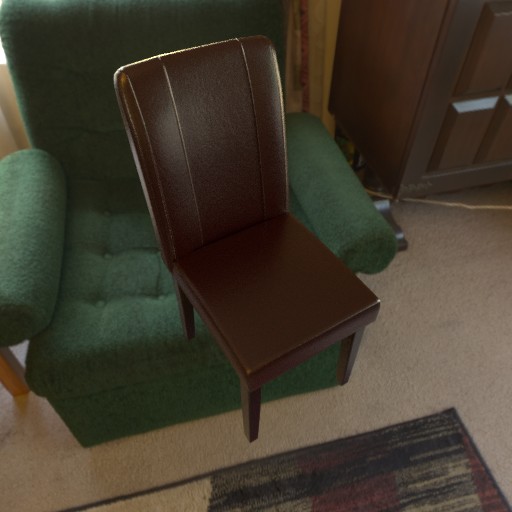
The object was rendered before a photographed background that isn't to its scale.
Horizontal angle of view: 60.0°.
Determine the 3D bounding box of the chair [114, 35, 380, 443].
[{"bbox_3d":[0.000,0.000,1.168,0.399,0.897,0.556,-24,51,-21],"label":"chair"}]
